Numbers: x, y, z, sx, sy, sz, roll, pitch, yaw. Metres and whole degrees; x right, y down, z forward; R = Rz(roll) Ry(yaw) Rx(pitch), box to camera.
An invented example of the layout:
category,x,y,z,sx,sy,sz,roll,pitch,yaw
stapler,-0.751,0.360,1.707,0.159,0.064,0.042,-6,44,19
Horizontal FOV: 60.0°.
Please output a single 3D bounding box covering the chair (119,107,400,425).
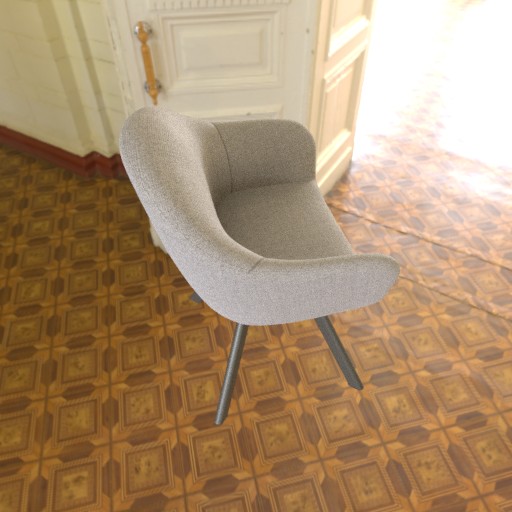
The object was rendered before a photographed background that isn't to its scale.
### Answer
category,x,y,z,sx,sy,sz,roll,pitch,yaw
chair,0.000,0.000,1.173,0.550,0.795,0.590,-10,46,-10
